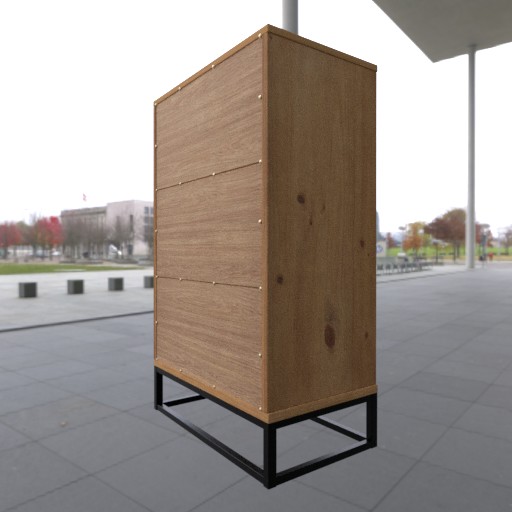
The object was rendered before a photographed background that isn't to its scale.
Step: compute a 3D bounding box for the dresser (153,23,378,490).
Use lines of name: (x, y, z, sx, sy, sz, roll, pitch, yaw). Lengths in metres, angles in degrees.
dresser: (0.000, 0.000, 1.620, 0.479, 1.240, 0.761, 0, 1, -36)
